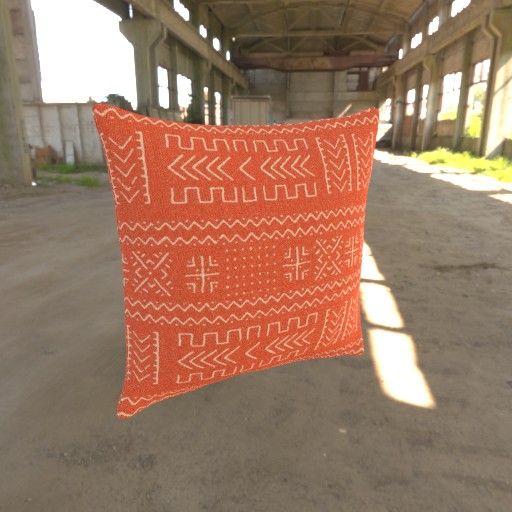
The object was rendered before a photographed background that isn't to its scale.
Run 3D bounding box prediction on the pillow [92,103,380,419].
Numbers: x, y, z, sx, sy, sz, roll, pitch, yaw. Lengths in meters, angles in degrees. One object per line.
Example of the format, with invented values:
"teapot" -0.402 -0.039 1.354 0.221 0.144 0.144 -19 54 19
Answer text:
"pillow" 0.000 0.000 0.661 0.438 0.429 0.164 -8 18 -26
